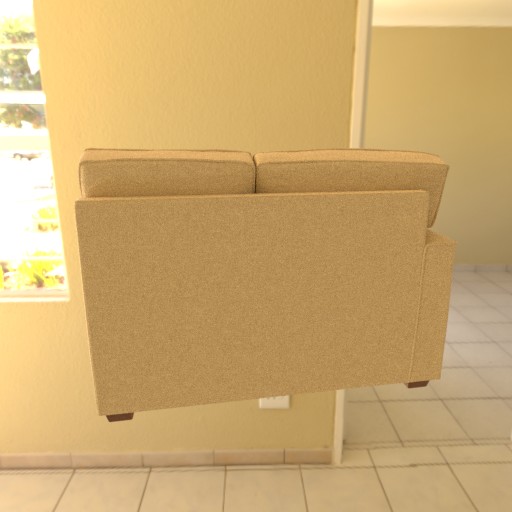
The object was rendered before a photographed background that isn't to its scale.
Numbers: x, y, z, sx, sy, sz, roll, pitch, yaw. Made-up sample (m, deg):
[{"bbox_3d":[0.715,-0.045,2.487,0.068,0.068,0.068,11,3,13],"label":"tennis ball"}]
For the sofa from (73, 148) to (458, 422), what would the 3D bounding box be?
[{"bbox_3d":[0.000,0.000,2.040,1.388,0.989,0.991,-3,15,-10],"label":"sofa"}]
